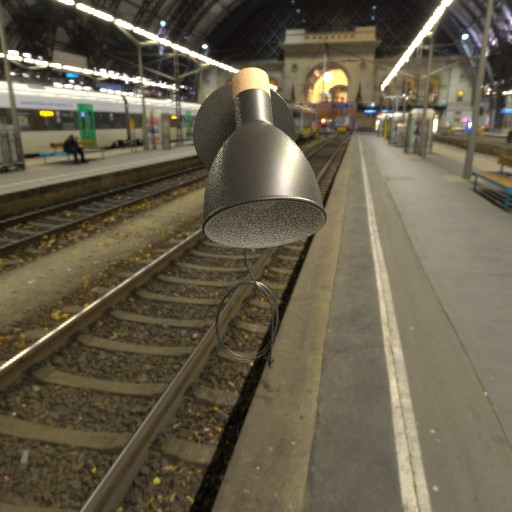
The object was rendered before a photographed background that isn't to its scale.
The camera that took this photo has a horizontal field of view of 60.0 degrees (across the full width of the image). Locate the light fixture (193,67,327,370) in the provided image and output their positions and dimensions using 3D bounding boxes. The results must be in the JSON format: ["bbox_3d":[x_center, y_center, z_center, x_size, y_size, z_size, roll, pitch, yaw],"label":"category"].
[{"bbox_3d":[0.000,0.000,0.502,0.127,0.401,0.203,-3,17,-9],"label":"light fixture"}]
